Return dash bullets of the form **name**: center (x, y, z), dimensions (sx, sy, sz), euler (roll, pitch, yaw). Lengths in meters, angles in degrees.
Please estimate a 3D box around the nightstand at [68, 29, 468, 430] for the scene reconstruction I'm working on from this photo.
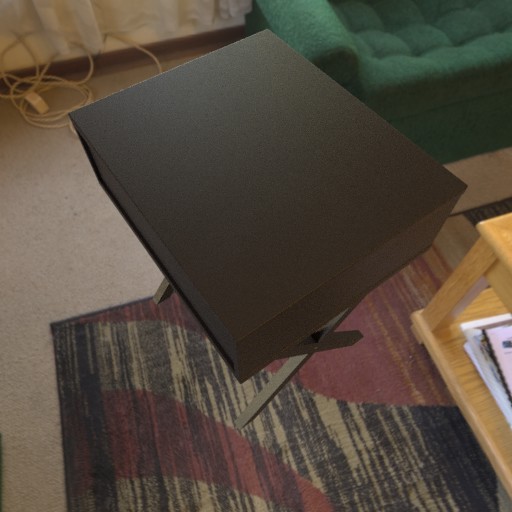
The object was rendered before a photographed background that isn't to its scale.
- **nightstand**: center (0.000, 0.000, 0.935), dimensions (0.402, 0.623, 0.479), euler (-31, 63, -18)
